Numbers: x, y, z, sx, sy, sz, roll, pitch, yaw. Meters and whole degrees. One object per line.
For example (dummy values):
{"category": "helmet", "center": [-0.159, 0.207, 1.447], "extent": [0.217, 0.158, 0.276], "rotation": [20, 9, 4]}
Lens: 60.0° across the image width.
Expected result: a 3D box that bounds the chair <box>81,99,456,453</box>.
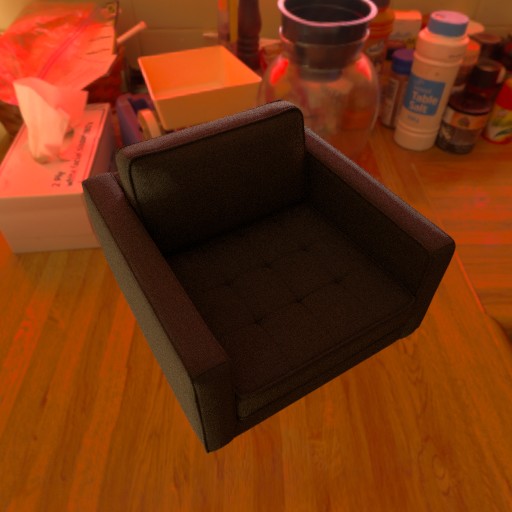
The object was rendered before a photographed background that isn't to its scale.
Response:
{"category": "chair", "center": [0.000, 0.000, 1.563], "extent": [0.899, 0.770, 0.919], "rotation": [-24, 51, -21]}
